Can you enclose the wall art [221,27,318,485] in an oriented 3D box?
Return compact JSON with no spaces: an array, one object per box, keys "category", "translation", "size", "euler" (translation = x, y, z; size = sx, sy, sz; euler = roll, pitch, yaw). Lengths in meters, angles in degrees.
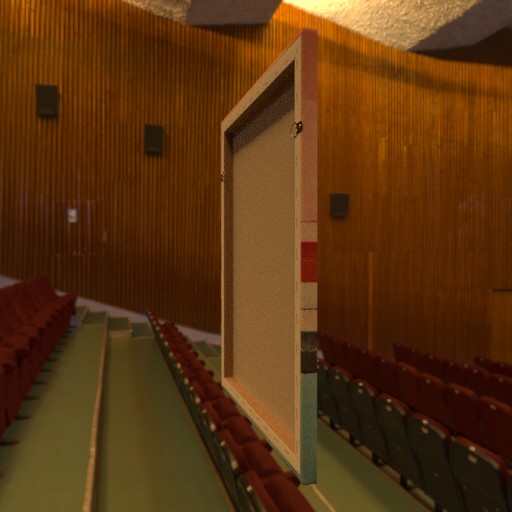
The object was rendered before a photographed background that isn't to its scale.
[{"category":"wall art","translation":[0.000,0.000,1.348],"size":[0.039,1.016,0.761],"euler":[0,1,-18]}]
